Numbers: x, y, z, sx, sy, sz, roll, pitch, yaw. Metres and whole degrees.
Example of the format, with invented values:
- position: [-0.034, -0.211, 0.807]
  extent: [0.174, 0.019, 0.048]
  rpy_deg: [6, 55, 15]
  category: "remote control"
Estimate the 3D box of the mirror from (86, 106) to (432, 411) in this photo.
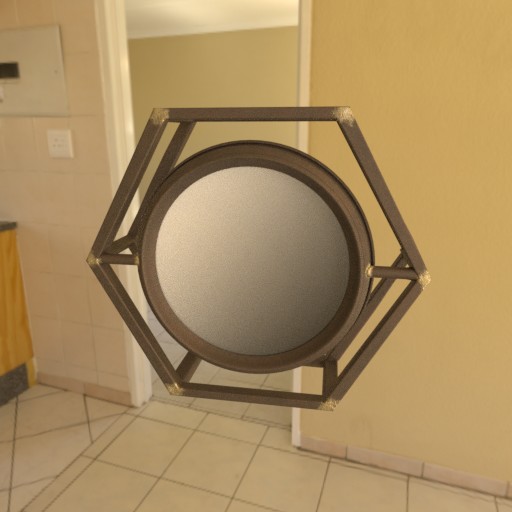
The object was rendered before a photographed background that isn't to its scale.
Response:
- position: [0.000, 0.000, 0.532]
  extent: [0.380, 0.334, 0.119]
  rpy_deg: [3, 16, 9]
  category: "mirror"
